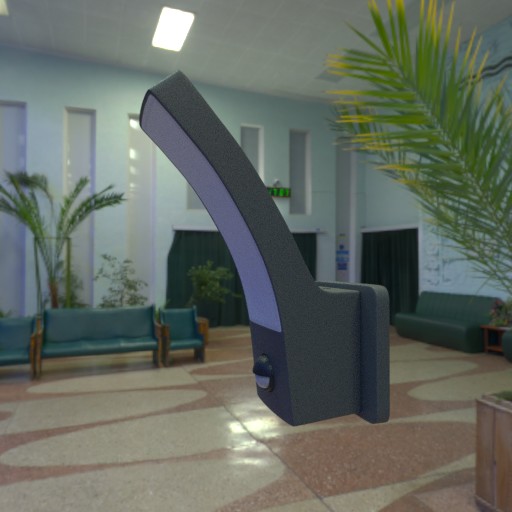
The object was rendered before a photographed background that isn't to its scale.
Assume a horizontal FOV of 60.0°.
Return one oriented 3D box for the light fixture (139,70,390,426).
[{"bbox_3d":[0.000,0.000,0.342,0.174,0.243,0.108,0,-1,-18],"label":"light fixture"}]
